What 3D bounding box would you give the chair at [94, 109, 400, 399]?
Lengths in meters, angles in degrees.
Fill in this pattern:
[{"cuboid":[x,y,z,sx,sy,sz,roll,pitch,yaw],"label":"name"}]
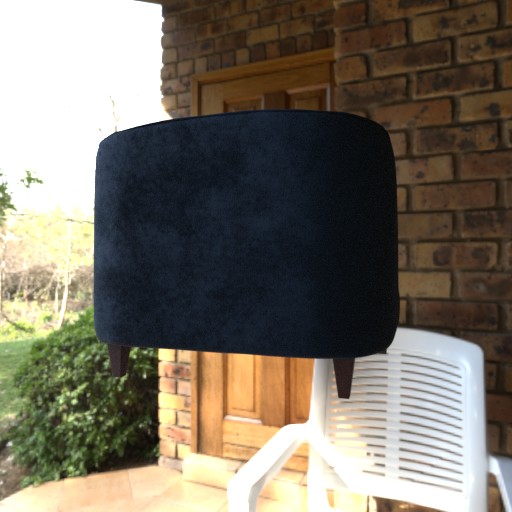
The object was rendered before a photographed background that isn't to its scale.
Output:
[{"cuboid":[0.000,0.000,1.776,1.094,0.852,0.940,0,-1,18],"label":"chair"}]
